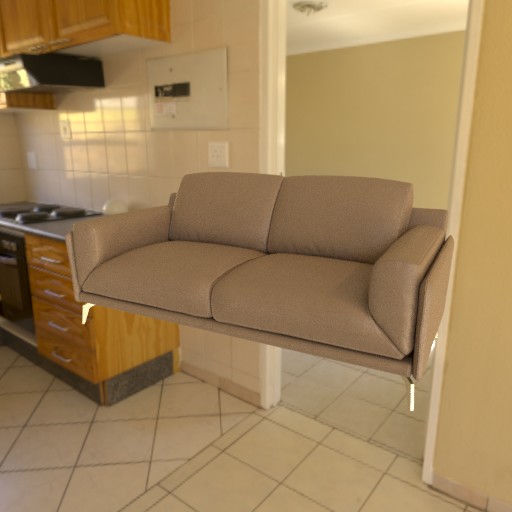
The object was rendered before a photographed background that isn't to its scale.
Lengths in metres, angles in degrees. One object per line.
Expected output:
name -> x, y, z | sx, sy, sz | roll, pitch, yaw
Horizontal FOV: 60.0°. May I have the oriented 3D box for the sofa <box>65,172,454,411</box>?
sofa -> 0.000, 0.000, 2.665 | 2.101, 0.930, 1.049 | 7, 16, 27
